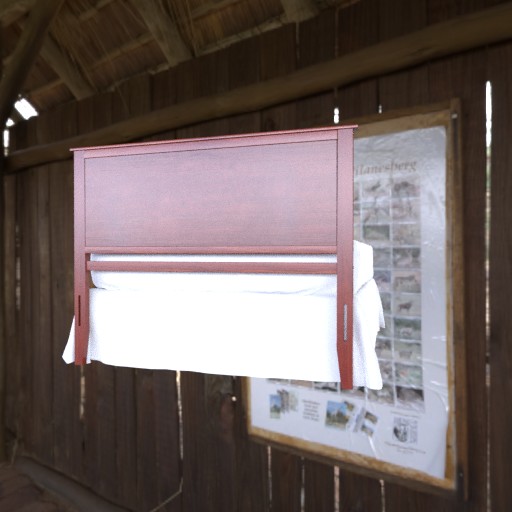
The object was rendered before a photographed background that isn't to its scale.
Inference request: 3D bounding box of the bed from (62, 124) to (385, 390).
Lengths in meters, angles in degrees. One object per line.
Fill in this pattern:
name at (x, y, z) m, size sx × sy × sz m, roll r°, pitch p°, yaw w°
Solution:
bed at (0.000, 0.000, 3.321) m, size 1.870 × 1.270 × 2.050 m, roll 0°, pitch 0°, yaw 17°
